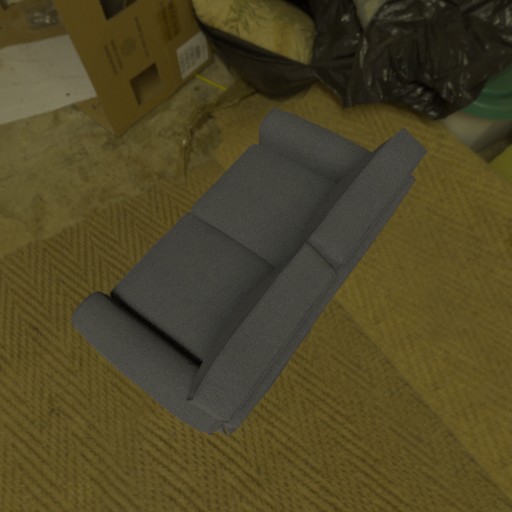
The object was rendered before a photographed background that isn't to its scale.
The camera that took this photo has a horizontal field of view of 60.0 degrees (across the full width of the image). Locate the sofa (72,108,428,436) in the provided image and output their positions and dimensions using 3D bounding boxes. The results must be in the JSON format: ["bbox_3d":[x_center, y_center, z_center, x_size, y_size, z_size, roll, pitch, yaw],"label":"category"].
[{"bbox_3d":[0.000,0.000,2.443,0.997,1.059,1.801,34,68,16],"label":"sofa"}]
